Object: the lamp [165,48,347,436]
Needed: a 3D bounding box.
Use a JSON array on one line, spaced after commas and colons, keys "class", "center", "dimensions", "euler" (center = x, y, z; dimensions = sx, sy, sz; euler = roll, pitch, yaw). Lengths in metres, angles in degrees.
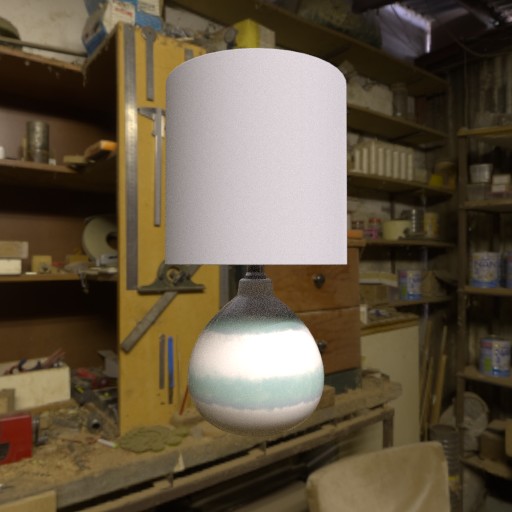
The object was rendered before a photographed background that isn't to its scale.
[{"class": "lamp", "center": [0.000, 0.000, 0.539], "dimensions": [0.217, 0.404, 0.217], "euler": [1, -1, -36]}]
